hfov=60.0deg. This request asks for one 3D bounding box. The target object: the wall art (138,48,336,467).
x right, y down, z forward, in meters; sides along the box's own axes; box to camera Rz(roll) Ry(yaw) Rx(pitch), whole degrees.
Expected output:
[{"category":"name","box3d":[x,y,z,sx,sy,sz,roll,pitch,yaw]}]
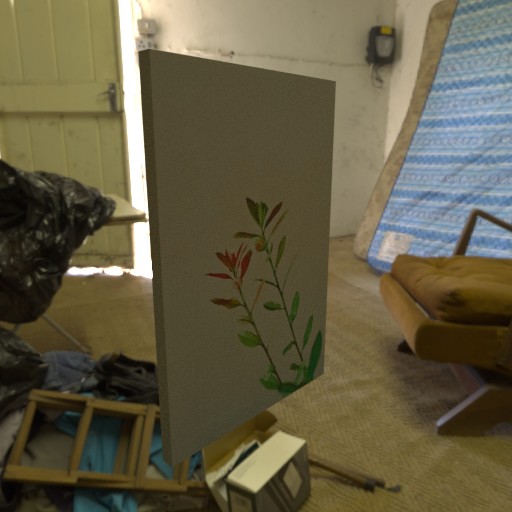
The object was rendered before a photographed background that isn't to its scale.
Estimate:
[{"category":"wall art","box3d":[0.000,0.000,1.163,0.039,0.915,0.612,13,19,42]}]
